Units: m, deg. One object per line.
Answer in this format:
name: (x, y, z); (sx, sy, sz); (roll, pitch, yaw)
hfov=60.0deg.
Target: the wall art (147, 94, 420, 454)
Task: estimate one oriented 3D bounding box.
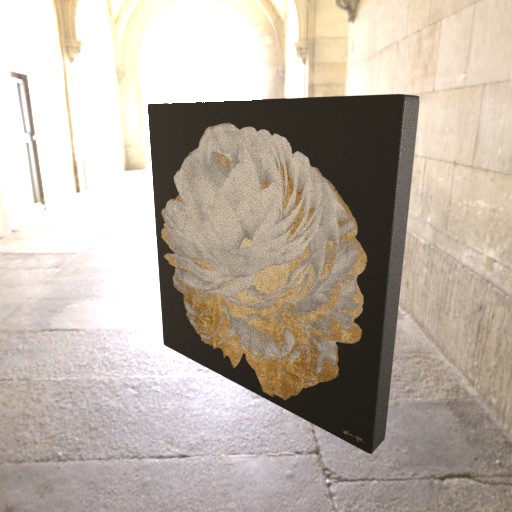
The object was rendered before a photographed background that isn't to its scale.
wall art: (0.000, 0.000, 0.612); (0.406, 0.407, 0.041); (15, 23, 40)
